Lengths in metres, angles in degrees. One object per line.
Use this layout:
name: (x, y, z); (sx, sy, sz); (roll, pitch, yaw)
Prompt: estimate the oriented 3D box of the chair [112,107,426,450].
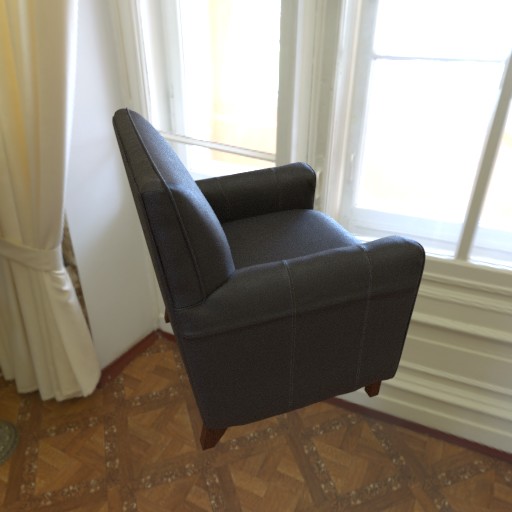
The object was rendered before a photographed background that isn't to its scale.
chair: (0.000, 0.000, 1.609); (0.825, 0.943, 0.870); (-10, 32, -17)
